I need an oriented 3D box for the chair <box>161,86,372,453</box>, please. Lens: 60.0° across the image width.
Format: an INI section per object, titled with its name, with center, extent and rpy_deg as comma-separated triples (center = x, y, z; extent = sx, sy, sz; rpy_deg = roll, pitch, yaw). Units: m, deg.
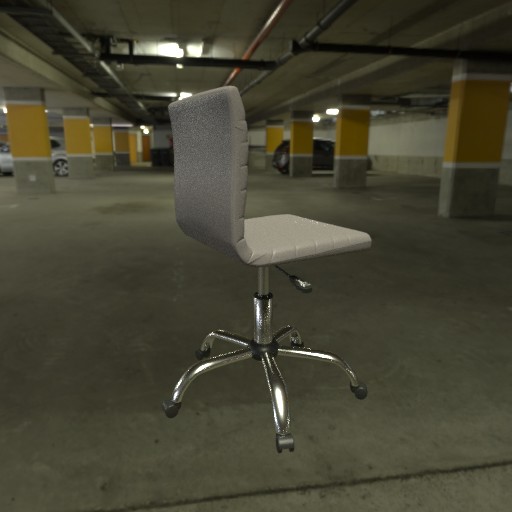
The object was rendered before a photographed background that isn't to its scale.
[chair]
center = 0.000, 0.000, 1.153
extent = 0.530, 0.780, 0.556
rpy_deg = -7, 15, -27
